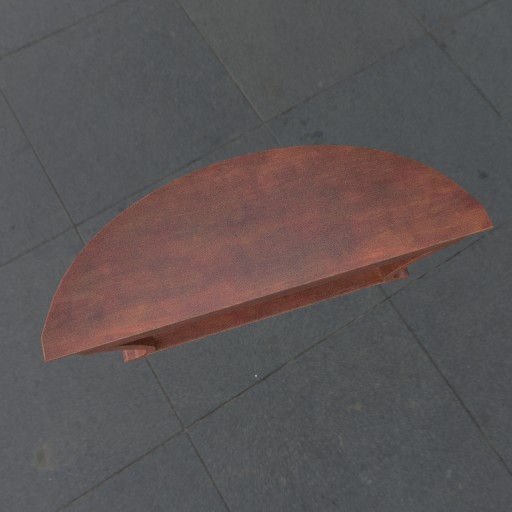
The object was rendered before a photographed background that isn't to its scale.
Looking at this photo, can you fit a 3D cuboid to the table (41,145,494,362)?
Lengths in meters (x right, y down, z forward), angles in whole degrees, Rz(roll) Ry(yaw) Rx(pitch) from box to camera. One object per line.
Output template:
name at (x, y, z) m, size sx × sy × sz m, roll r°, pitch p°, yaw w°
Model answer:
table at (0.000, 0.000, 1.512) m, size 1.198 × 0.699 × 0.394 m, roll -16°, pitch 76°, yaw -4°
